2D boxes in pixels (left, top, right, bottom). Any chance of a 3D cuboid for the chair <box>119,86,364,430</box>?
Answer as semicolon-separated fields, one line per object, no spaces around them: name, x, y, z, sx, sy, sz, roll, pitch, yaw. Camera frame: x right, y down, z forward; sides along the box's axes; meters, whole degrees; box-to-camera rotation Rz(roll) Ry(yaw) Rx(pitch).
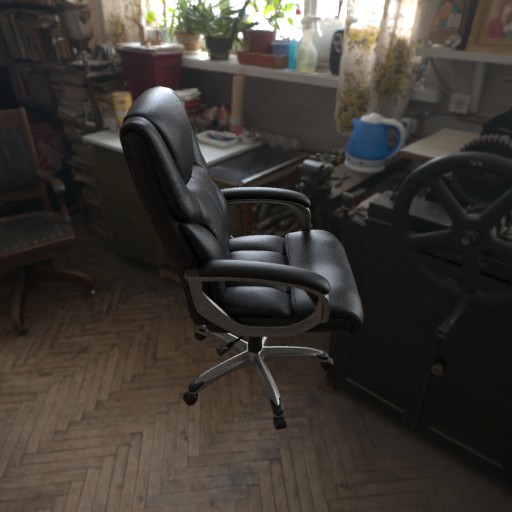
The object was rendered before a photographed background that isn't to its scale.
chair;0.000;0.000;1.638;0.739;1.155;0.663;0;32;0
